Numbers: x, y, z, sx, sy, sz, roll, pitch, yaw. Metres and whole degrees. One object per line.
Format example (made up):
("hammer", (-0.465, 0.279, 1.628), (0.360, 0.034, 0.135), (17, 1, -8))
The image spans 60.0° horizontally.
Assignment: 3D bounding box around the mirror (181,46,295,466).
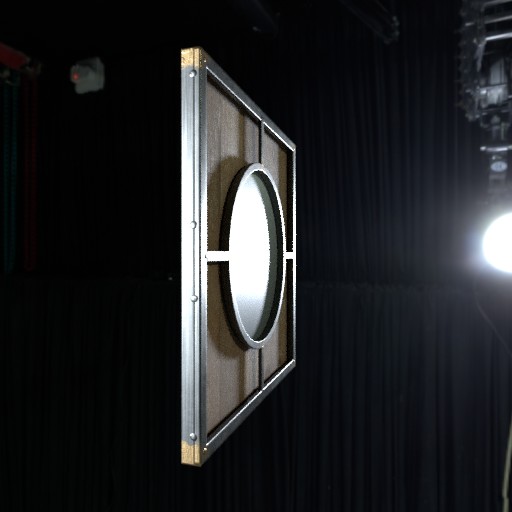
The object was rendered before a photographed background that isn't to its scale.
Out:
("mirror", (0.000, 0.000, 0.585), (0.020, 0.381, 0.382), (0, 0, 18))
